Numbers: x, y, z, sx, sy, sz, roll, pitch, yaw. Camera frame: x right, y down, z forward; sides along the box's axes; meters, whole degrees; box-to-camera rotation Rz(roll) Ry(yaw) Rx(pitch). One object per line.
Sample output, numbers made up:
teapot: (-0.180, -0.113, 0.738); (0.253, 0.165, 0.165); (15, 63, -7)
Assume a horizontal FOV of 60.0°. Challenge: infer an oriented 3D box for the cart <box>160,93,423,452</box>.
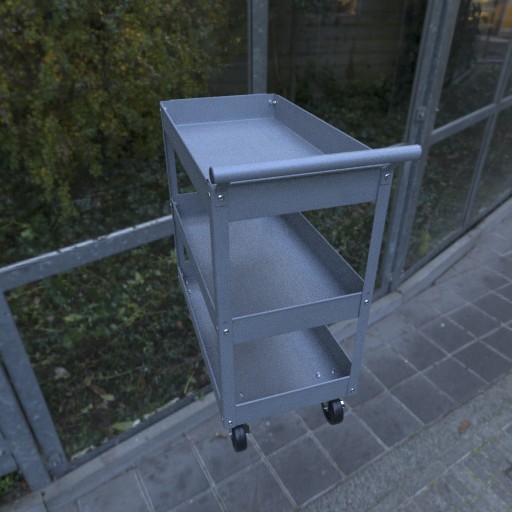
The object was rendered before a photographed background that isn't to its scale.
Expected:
cart: (0.000, 0.000, 1.195); (0.366, 0.780, 0.719); (-9, 33, -15)
